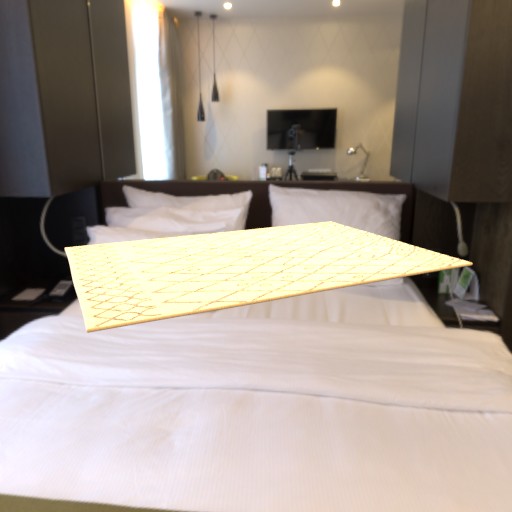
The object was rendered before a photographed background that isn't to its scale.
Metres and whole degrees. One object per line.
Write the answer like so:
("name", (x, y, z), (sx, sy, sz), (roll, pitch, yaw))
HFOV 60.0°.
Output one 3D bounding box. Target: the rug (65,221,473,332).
("rug", (0.000, 0.000, 2.371), (1.828, 0.015, 1.222), (-7, 17, -25))
